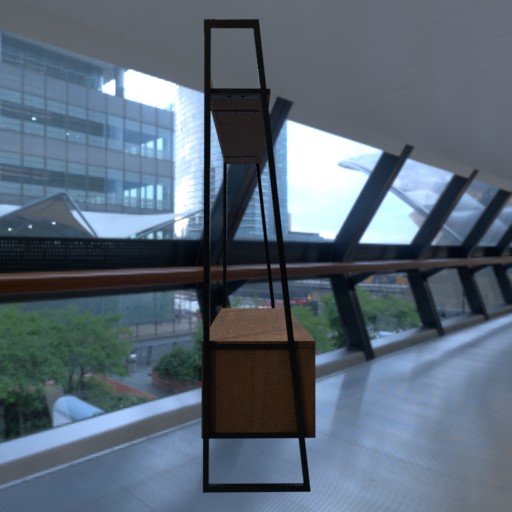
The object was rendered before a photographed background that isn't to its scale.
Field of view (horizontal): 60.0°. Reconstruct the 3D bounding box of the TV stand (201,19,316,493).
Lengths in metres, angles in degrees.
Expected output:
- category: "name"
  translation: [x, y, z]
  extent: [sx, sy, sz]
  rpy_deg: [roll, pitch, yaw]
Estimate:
- category: "TV stand"
  translation: [0.000, 0.000, 2.281]
  extent: [0.432, 1.772, 1.250]
  rpy_deg: [0, -1, -1]
